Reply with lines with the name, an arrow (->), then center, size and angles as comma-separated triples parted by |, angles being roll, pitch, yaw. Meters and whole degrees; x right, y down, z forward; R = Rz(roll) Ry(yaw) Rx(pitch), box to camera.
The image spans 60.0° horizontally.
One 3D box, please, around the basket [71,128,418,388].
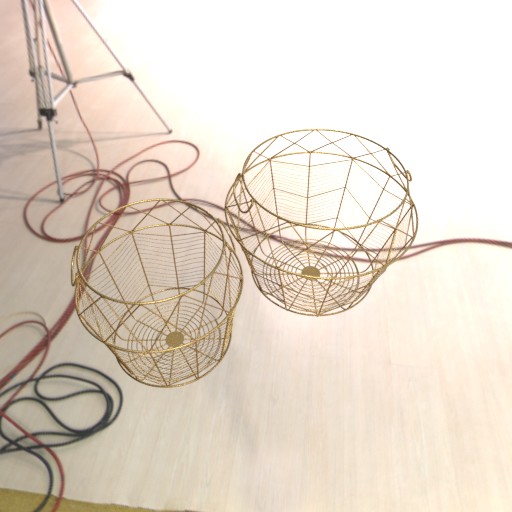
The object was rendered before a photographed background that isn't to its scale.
basket -> 0.000, 0.000, 1.038 | 0.805, 0.343, 0.451 | -24, 51, -21
